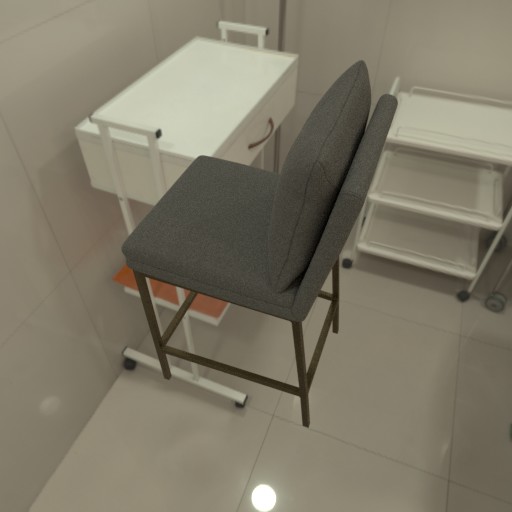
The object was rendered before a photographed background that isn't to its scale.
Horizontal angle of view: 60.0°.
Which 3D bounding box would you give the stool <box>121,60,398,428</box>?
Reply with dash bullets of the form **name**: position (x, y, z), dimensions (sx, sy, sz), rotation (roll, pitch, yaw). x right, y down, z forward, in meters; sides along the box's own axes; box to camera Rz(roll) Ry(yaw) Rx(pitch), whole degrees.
- **stool**: position (0.000, 0.000, 1.302), dimensions (0.569, 1.030, 0.463), rotation (15, 47, 15)
